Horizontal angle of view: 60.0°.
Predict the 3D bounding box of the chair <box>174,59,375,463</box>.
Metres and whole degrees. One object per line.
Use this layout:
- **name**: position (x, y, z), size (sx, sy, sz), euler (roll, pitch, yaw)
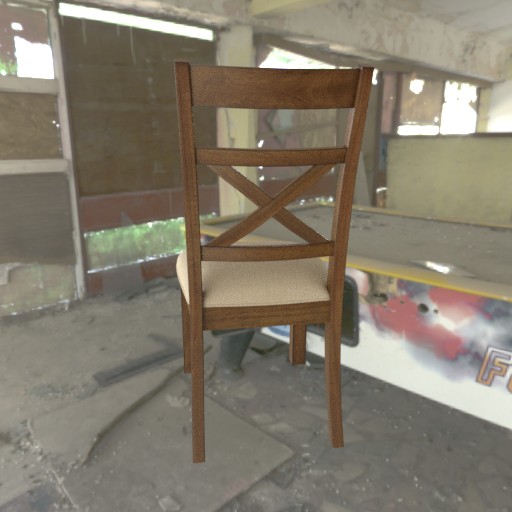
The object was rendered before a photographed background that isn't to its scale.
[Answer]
- **chair**: position (0.000, 0.000, 1.265), size (0.461, 0.949, 0.581), euler (-2, 15, -9)
